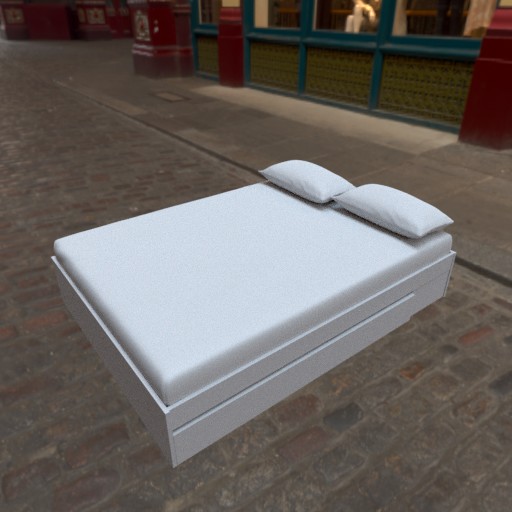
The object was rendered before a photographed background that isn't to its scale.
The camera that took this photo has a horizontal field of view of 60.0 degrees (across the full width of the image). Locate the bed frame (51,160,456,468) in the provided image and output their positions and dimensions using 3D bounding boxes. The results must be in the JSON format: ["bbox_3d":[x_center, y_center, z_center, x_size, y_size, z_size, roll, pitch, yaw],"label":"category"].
[{"bbox_3d":[0.000,0.000,2.642,1.950,0.629,1.450,-21,36,-32],"label":"bed frame"}]
